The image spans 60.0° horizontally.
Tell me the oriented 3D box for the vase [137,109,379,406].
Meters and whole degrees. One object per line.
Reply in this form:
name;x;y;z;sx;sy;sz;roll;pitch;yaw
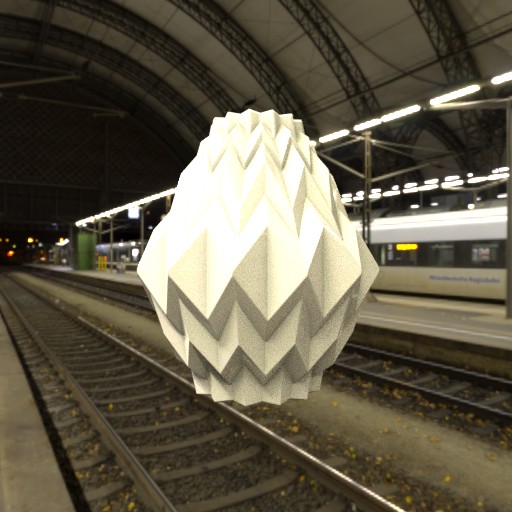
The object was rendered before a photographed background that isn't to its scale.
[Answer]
vase;0.000;0.000;0.309;0.164;0.185;0.164;0;0;0
